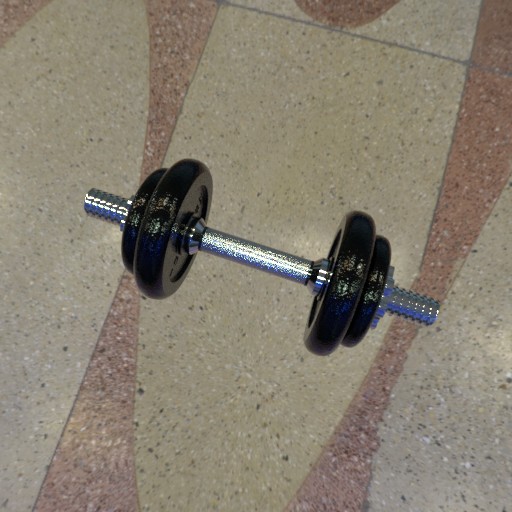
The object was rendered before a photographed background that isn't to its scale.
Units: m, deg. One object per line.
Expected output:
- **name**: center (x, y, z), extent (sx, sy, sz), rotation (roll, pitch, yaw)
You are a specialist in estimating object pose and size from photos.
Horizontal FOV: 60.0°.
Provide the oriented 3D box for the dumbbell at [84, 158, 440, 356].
- **dumbbell**: center (0.000, 0.000, 0.609), extent (0.497, 0.202, 0.202), rotation (18, 76, 5)
